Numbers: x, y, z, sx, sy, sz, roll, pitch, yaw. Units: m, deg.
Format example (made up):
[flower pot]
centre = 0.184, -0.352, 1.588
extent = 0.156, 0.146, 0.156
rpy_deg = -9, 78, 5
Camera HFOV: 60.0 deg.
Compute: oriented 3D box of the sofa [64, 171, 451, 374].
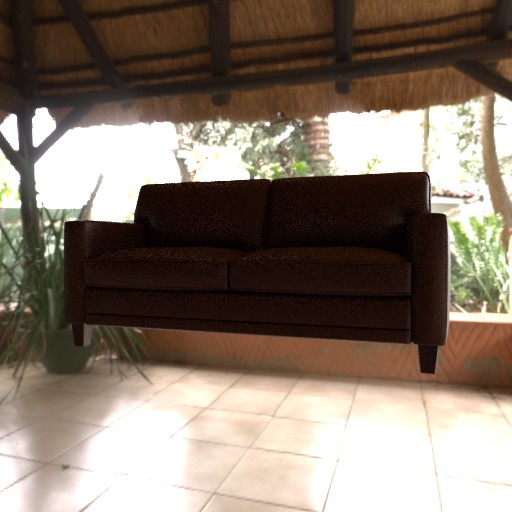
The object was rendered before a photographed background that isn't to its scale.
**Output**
[sofa]
centre = 0.000, 0.000, 2.393
extent = 1.876, 0.928, 0.912
rpy_deg = 0, 1, 17
